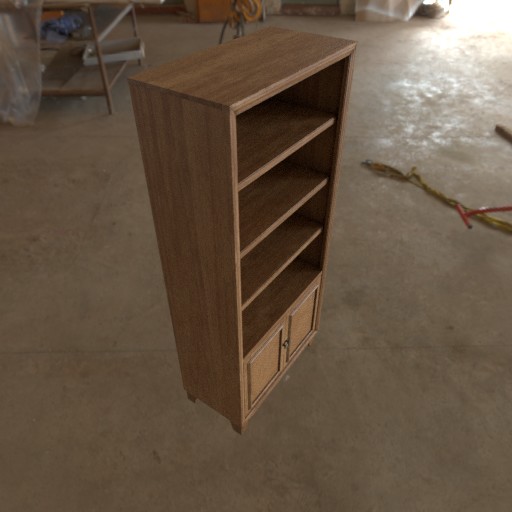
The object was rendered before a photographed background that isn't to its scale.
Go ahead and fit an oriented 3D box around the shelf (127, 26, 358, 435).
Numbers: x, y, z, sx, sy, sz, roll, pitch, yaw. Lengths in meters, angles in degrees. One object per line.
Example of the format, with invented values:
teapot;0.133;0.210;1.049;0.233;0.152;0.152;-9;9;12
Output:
shelf;0.000;0.000;2.276;0.453;1.930;0.864;24;46;26
